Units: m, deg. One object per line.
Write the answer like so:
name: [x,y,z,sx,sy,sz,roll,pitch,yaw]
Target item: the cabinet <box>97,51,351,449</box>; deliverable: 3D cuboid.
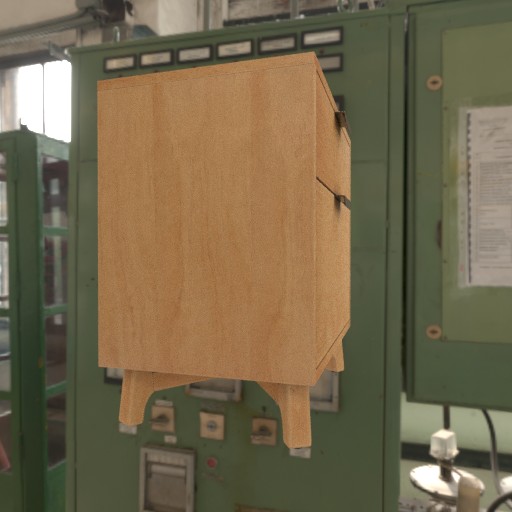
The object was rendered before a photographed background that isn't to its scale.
cabinet: [0.000,0.000,0.960,0.394,0.599,0.551,0,1,17]
